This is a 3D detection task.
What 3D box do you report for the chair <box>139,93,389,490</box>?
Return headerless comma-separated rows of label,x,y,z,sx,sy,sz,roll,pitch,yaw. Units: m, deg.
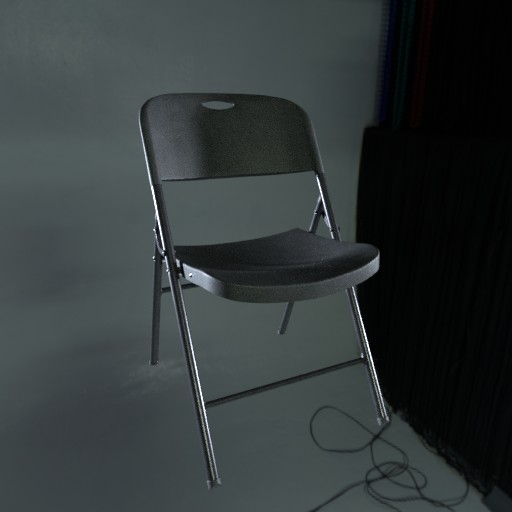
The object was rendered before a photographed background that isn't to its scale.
chair,0.000,0.000,1.149,0.494,0.810,0.566,-9,20,-25
